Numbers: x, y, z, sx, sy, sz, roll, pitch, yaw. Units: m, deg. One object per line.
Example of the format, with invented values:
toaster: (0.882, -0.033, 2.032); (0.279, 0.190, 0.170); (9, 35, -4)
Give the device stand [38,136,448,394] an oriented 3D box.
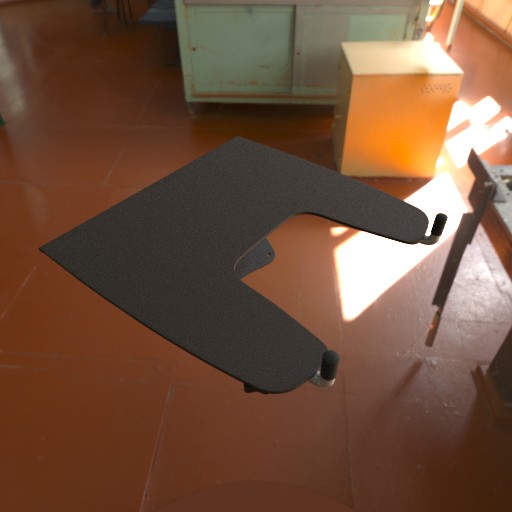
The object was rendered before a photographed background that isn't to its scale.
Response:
device stand: (0.000, 0.000, 0.356); (0.230, 0.092, 0.230); (27, 48, 28)
